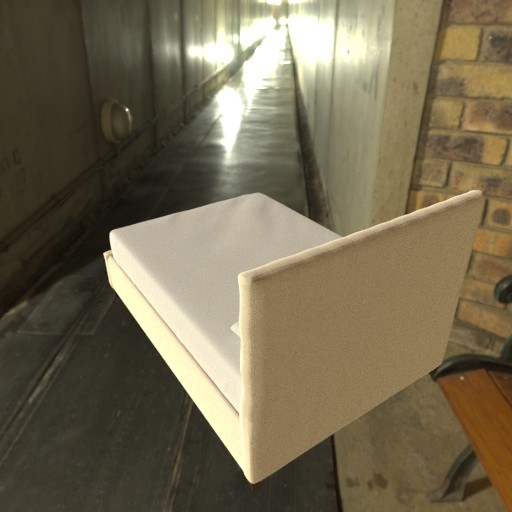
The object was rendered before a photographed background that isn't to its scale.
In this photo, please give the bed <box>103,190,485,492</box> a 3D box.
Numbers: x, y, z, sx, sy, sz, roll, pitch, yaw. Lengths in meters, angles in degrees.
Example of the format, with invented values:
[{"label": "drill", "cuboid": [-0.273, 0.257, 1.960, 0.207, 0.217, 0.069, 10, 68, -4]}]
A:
[{"label": "bed", "cuboid": [0.000, 0.000, 3.364, 1.698, 1.427, 2.387, -19, 35, -29]}]
